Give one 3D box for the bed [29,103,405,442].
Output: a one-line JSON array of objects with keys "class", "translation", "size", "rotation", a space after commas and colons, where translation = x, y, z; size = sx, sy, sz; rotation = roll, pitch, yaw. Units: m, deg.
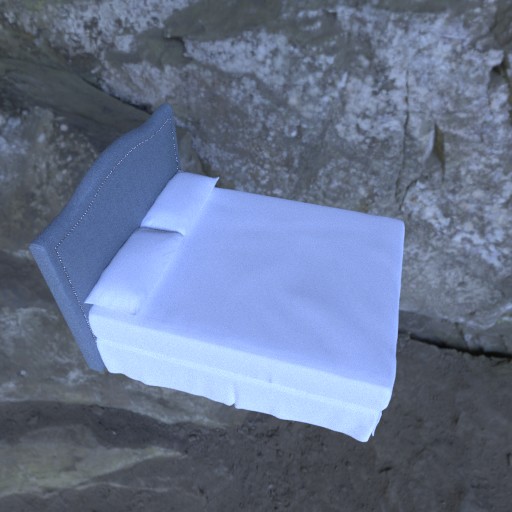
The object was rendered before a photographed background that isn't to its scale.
[{"class": "bed", "translation": [0.000, 0.000, 3.259], "size": [2.143, 1.460, 1.753], "rotation": [11, 46, 11]}]
